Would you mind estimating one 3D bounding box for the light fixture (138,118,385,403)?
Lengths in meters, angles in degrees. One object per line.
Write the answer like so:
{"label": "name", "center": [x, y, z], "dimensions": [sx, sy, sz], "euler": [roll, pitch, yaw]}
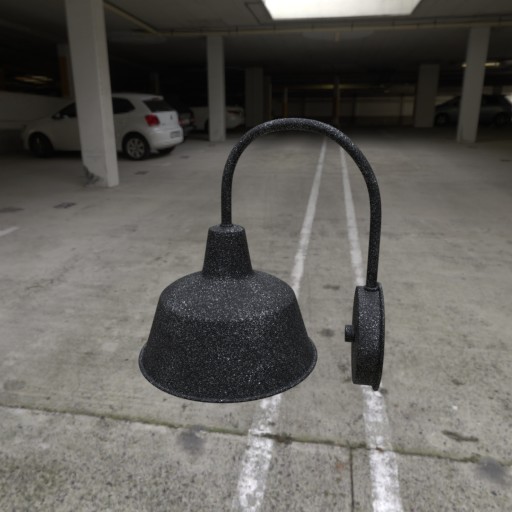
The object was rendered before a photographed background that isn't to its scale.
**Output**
{"label": "light fixture", "center": [0.000, 0.000, 0.505], "dimensions": [0.283, 0.300, 0.216], "euler": [3, 16, 9]}
